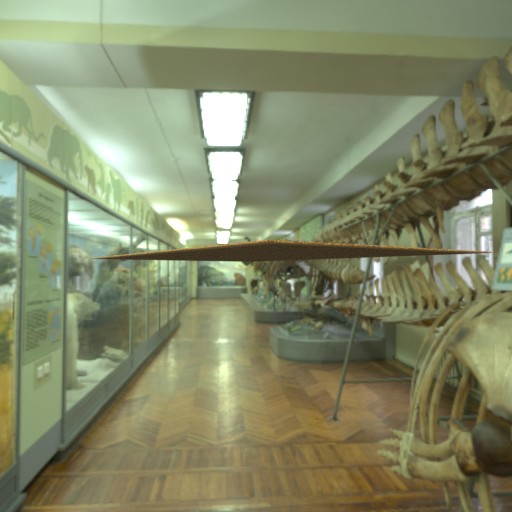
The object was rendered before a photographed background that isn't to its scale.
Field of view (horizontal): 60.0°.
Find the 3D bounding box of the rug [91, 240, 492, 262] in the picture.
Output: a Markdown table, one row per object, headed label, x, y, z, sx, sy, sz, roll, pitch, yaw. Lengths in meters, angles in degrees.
| label | x | y | z | sx | sy | sz | roll | pitch | yaw |
| --- | --- | --- | --- | --- | --- | --- | --- | --- | --- |
| rug | 0.000 | 0.000 | 2.207 | 1.143 | 0.006 | 1.747 | 2 | -3 | -35 |
